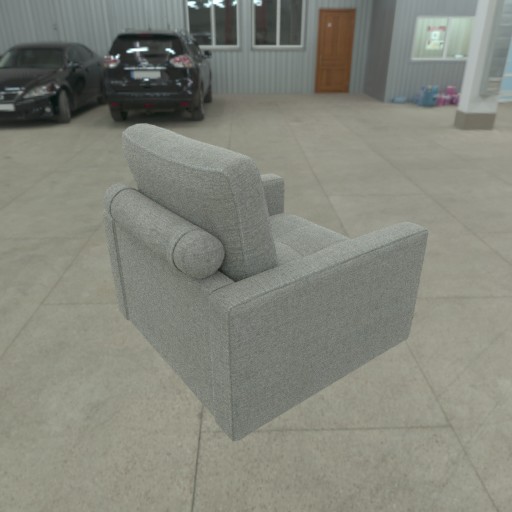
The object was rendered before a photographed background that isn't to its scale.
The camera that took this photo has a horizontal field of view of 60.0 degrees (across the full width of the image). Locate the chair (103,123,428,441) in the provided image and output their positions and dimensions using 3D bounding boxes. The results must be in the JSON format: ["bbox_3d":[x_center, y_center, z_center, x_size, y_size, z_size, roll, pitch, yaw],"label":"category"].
[{"bbox_3d":[0.000,0.000,1.551,0.843,0.880,0.821,-19,32,-33],"label":"chair"}]
